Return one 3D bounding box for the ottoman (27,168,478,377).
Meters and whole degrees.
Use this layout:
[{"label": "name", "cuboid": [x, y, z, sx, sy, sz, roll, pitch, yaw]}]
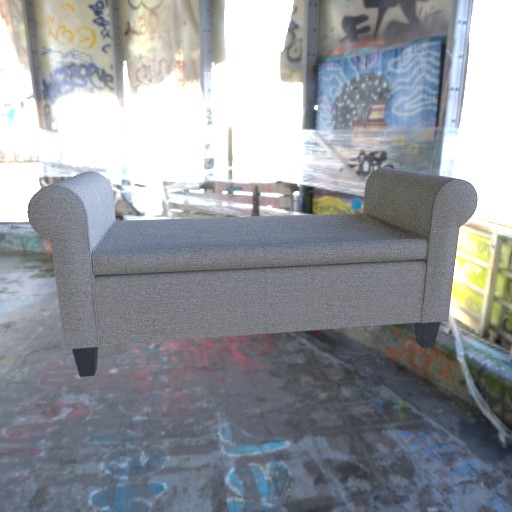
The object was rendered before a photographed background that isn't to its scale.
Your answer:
[{"label": "ottoman", "cuboid": [0.000, 0.000, 1.507, 1.256, 0.547, 0.521, -3, 15, -9]}]
